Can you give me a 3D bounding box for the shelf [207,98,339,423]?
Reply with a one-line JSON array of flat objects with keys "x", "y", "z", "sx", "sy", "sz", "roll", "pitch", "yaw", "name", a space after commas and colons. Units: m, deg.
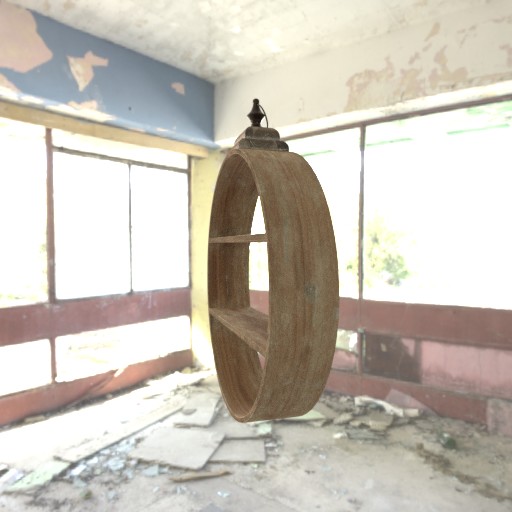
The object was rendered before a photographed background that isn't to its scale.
[{"x": 0.000, "y": 0.000, "z": 1.029, "sx": 0.125, "sy": 0.725, "sz": 0.601, "roll": 0, "pitch": 1, "yaw": -16, "name": "shelf"}]
